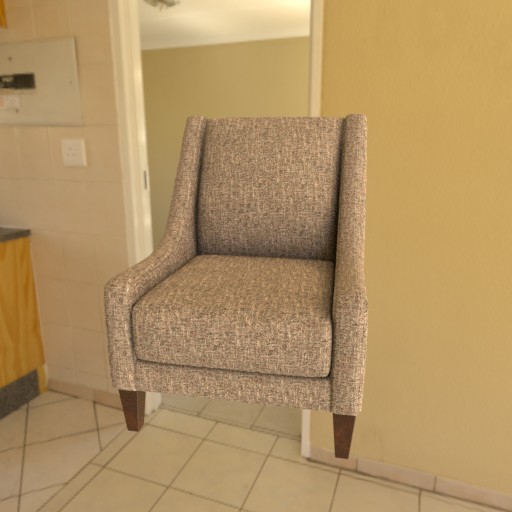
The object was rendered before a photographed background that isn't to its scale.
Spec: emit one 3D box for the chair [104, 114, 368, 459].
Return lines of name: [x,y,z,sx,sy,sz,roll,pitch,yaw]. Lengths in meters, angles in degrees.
chair: [0.000,0.000,1.601,0.774,1.014,0.870,3,15,11]
